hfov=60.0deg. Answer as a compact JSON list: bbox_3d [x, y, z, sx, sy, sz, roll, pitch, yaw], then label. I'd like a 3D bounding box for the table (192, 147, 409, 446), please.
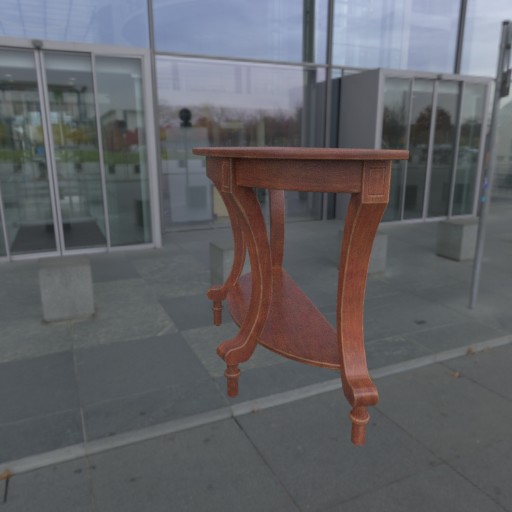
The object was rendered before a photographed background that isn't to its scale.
[{"bbox_3d":[0.000,0.000,1.474,0.394,0.699,1.198,-2,14,-9],"label":"table"}]
